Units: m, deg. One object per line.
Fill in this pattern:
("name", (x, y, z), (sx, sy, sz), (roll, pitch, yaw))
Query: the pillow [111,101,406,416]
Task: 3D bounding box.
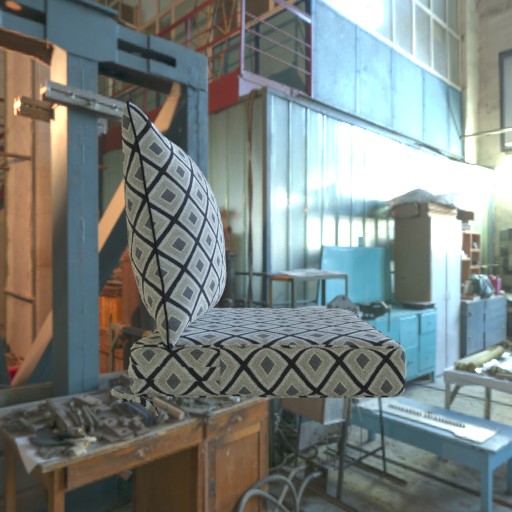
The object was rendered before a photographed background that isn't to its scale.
("pillow", (0.000, 0.000, 1.373), (0.733, 0.722, 0.798), (0, 0, 1))
